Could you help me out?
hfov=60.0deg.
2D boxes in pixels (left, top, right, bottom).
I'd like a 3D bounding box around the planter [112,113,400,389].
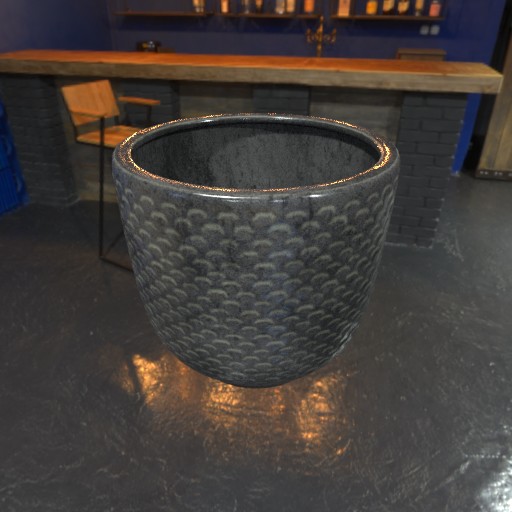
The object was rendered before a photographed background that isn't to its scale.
[{"bbox_3d":[0.000,0.000,0.252,0.140,0.129,0.140,0,30,0],"label":"planter"}]
